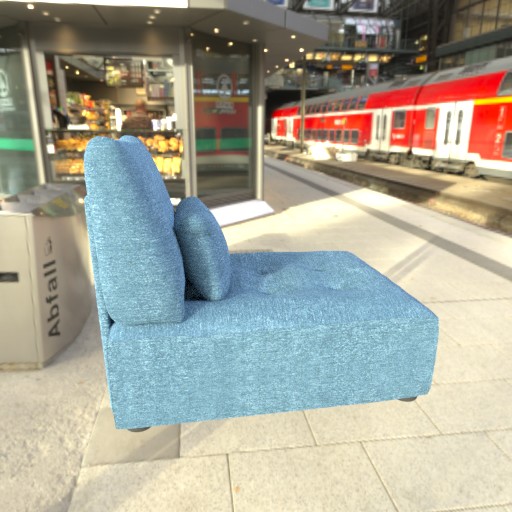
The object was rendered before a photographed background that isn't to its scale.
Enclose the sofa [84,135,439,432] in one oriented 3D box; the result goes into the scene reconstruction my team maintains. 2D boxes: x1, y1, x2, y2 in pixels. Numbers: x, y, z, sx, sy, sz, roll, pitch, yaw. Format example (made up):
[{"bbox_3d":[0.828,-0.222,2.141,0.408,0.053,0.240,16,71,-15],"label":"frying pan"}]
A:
[{"bbox_3d":[0.000,0.000,1.541,1.000,0.820,0.700,-3,17,-9],"label":"sofa"}]
